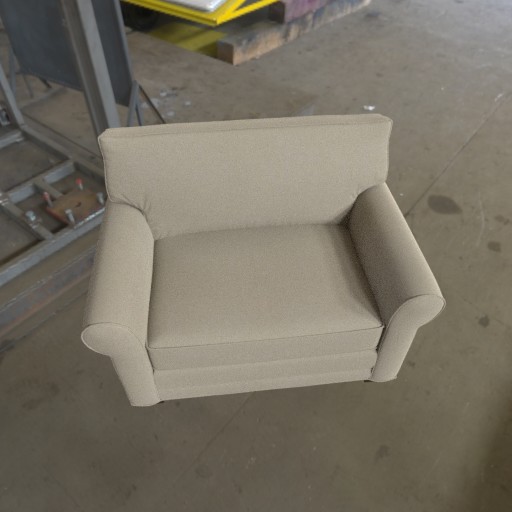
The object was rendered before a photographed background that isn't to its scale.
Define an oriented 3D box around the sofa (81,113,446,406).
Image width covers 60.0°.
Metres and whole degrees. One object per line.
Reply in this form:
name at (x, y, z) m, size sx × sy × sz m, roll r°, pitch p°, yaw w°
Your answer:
sofa at (0.000, 0.000, 2.065) m, size 1.405 × 1.006 × 0.937 m, roll -5°, pitch 46°, yaw -4°
